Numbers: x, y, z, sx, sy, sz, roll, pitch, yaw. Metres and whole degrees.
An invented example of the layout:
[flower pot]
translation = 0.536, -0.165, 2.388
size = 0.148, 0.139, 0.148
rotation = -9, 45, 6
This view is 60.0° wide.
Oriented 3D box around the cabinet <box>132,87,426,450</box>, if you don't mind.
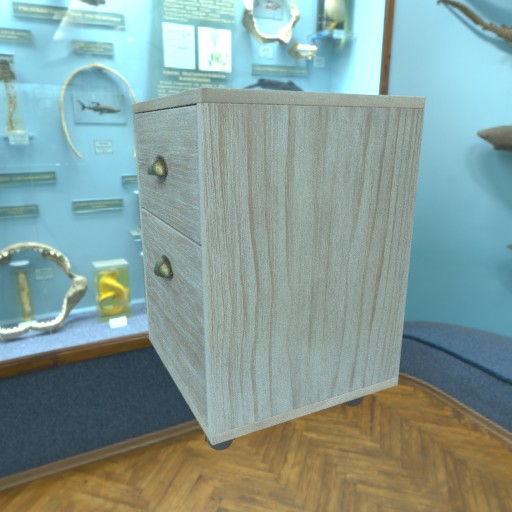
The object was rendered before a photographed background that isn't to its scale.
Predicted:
[cabinet]
translation = 0.000, 0.000, 0.874
size = 0.401, 0.579, 0.409
rotation = -8, 18, -25
